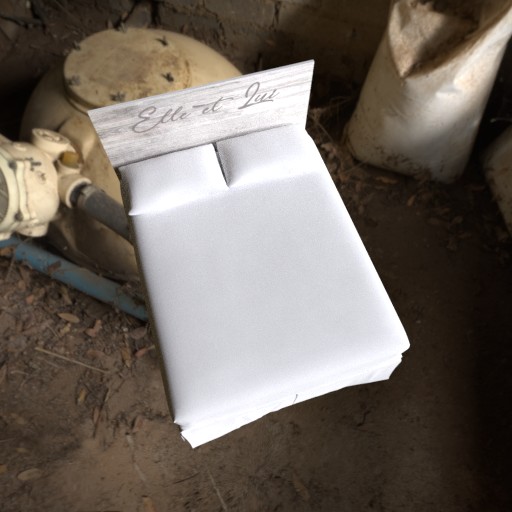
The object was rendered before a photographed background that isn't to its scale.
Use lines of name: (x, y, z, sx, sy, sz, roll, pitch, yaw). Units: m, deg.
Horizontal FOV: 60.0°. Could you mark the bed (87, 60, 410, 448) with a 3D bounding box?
bed: (0.000, 0.000, 3.208, 1.745, 1.335, 2.094, -16, 65, -8)
